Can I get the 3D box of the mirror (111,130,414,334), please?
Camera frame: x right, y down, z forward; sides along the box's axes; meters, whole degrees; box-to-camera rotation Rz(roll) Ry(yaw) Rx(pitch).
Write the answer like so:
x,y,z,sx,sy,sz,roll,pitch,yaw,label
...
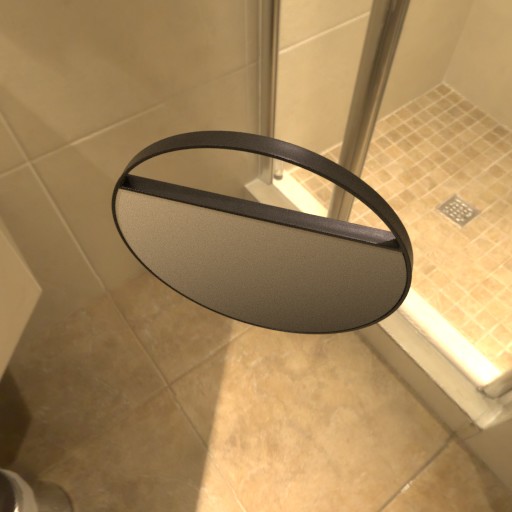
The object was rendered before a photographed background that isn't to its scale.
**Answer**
x,y,z,sx,sy,sz,roll,pitch,yaw,label
0.000,0.000,0.845,0.565,0.565,0.032,13,57,9,mirror
